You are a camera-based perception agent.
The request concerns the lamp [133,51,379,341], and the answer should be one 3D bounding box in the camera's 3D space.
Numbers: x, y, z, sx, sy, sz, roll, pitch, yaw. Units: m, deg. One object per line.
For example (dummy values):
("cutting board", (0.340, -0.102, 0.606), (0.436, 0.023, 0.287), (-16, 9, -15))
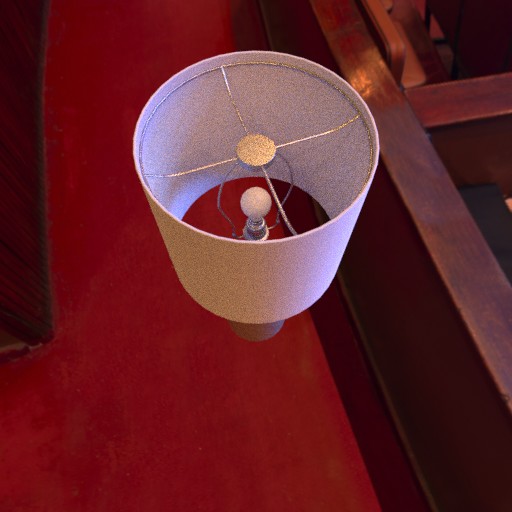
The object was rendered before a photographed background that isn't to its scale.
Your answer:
("lamp", (0.000, 0.000, 0.580), (0.207, 0.461, 0.207), (-18, 65, -8))
